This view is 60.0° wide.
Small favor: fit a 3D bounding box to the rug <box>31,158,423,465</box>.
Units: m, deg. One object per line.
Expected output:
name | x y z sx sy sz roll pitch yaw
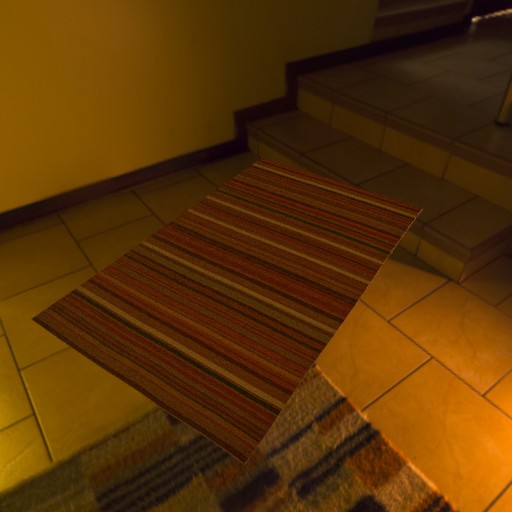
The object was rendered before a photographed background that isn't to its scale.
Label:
rug | 0.000 0.000 3.035 1.523 0.008 2.438 23 45 26
